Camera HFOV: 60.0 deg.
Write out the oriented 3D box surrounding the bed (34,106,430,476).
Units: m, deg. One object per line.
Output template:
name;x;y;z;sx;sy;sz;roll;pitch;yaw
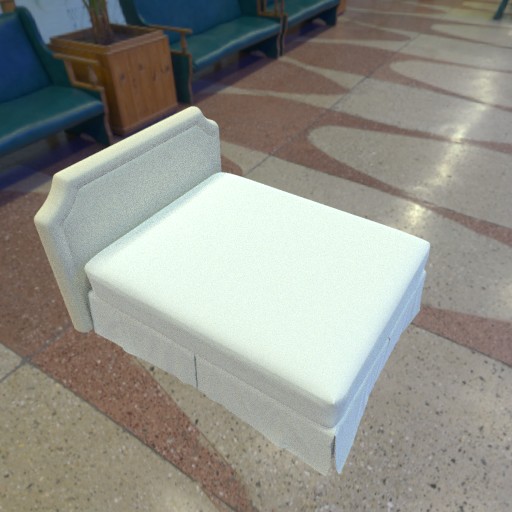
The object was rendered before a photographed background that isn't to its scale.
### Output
bed;0.000;0.000;3.175;2.209;1.296;1.827;23;45;25
